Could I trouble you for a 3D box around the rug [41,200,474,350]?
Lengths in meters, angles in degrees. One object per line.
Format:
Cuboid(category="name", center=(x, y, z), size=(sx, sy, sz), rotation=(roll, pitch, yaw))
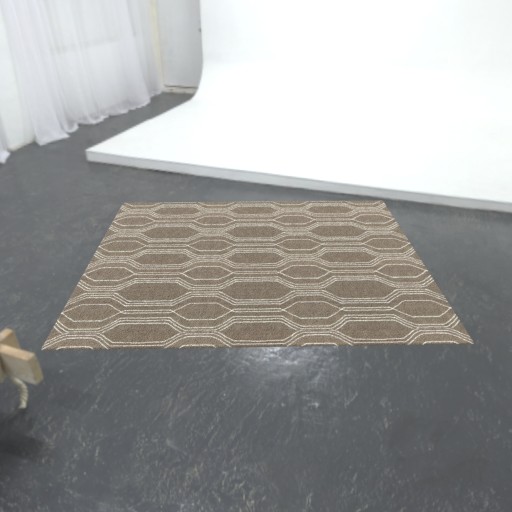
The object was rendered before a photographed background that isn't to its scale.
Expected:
Cuboid(category="rug", center=(0.000, 0.000, 4.177), size=(3.062, 0.012, 2.457), rotation=(-1, 31, -1))
